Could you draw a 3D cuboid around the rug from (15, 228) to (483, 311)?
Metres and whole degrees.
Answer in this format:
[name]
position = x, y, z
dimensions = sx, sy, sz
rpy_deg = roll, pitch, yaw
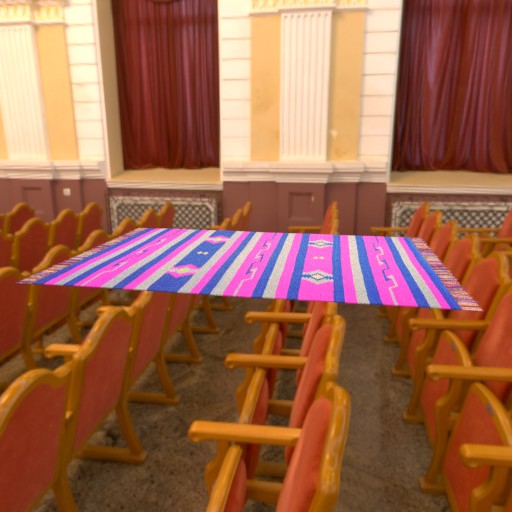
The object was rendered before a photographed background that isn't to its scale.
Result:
[rug]
position = 0.000, 0.000, 2.888
dimensions = 2.350, 0.013, 1.539
rpy_deg = 3, 15, 10
